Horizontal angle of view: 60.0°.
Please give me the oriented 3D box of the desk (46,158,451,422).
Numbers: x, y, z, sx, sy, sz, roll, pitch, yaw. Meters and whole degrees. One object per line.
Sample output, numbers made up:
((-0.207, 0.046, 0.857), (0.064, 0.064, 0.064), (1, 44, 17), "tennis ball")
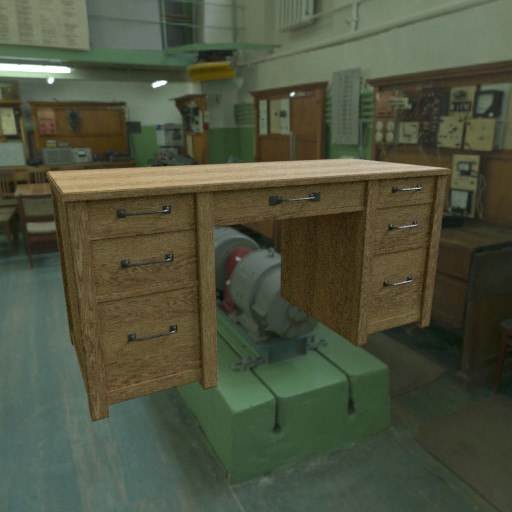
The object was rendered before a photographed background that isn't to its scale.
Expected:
((0.000, 0.000, 1.963), (1.567, 0.751, 0.685), (-8, 18, -26), "desk")
